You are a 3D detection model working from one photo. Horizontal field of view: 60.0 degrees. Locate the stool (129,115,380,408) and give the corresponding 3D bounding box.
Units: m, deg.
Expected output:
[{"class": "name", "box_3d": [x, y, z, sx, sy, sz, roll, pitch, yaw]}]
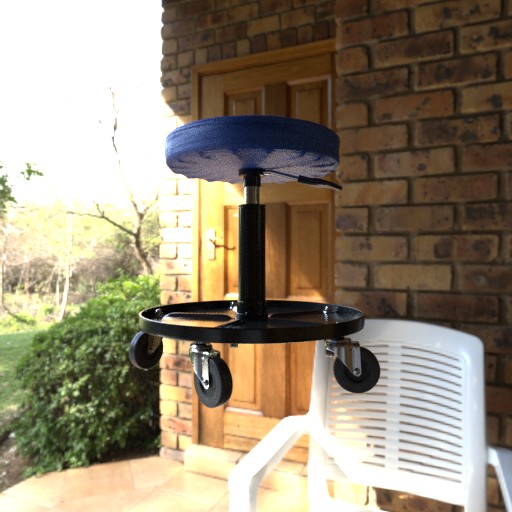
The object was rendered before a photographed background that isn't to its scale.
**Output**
[{"class": "stool", "box_3d": [0.000, 0.000, 0.697, 0.382, 0.365, 0.381, 0, 0, 18]}]
